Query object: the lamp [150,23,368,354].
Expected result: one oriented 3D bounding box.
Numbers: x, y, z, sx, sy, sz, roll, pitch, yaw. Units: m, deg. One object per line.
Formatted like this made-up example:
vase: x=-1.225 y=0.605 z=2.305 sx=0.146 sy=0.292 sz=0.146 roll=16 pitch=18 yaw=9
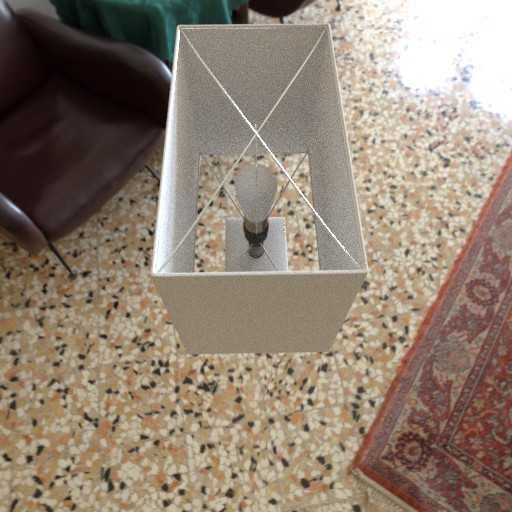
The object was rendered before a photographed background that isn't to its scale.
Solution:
lamp: x=0.000 y=0.000 z=0.685 sx=0.182 sy=0.543 sz=0.334 roll=-1 pitch=61 yaw=0
